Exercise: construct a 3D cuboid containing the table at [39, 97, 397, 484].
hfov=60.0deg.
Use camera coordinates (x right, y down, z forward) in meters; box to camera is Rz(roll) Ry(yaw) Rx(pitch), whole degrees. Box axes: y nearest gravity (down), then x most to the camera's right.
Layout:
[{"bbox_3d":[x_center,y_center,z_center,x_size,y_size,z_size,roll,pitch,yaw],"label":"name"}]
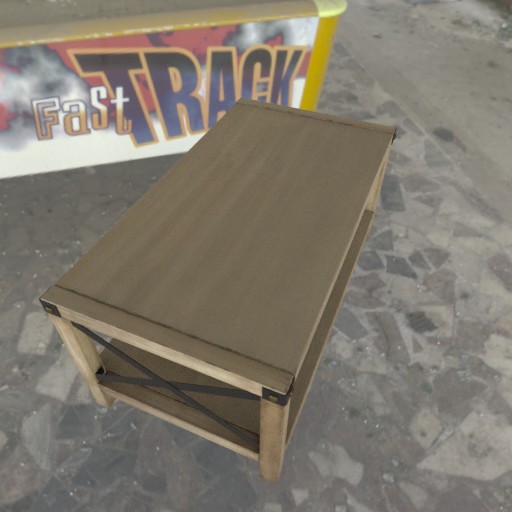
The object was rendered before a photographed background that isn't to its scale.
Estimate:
[{"bbox_3d":[0.000,0.000,1.320,0.559,0.456,1.016,17,47,16],"label":"table"}]
